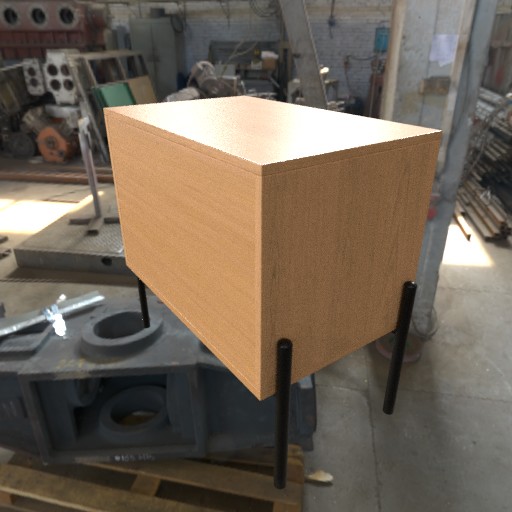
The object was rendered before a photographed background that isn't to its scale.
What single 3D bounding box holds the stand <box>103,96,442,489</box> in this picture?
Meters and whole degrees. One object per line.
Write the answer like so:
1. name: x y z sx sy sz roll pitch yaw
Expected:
1. stand: 0.000 0.000 0.991 0.400 0.600 0.630 -18 32 -31
